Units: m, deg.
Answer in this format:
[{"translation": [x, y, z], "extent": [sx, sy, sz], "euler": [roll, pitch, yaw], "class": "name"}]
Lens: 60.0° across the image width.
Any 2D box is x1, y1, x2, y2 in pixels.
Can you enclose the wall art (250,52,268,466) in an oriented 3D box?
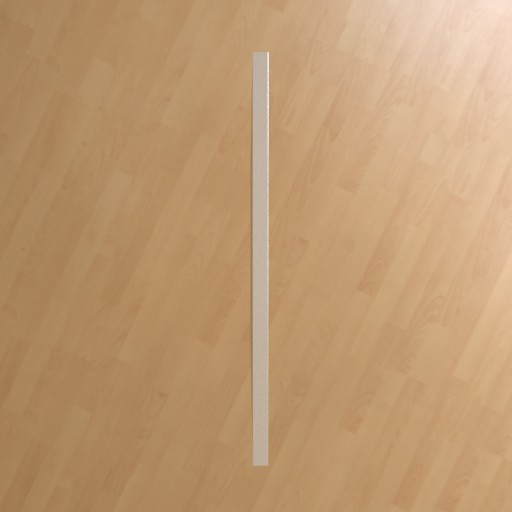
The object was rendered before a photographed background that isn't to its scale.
[{"translation": [0.000, 0.000, 1.396], "extent": [0.030, 1.046, 0.816], "euler": [0, 91, -1], "class": "wall art"}]
